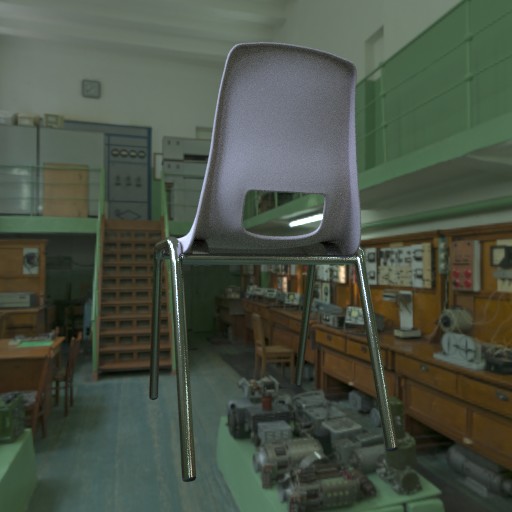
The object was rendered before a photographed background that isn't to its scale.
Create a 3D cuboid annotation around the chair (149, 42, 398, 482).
[{"bbox_3d":[0.000,0.000,0.886,0.381,0.653,0.436,0,-1,-18],"label":"chair"}]
